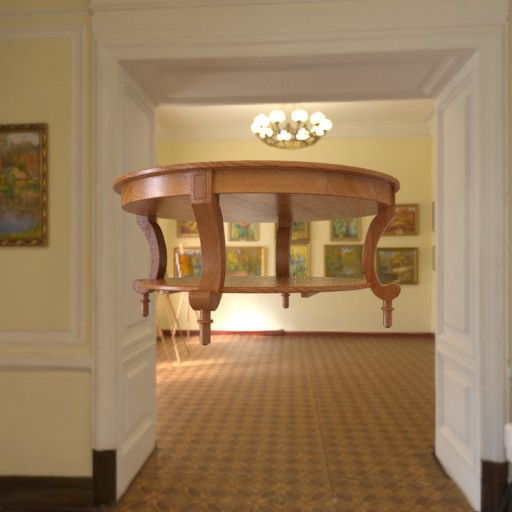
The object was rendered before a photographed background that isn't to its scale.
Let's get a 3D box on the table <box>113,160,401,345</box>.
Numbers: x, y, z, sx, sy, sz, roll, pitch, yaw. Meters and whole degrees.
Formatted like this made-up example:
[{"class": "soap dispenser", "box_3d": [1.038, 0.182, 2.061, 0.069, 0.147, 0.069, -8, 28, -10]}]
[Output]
[{"class": "table", "box_3d": [0.000, 0.000, 1.657, 1.029, 0.490, 1.029, 0, 0, 0]}]
